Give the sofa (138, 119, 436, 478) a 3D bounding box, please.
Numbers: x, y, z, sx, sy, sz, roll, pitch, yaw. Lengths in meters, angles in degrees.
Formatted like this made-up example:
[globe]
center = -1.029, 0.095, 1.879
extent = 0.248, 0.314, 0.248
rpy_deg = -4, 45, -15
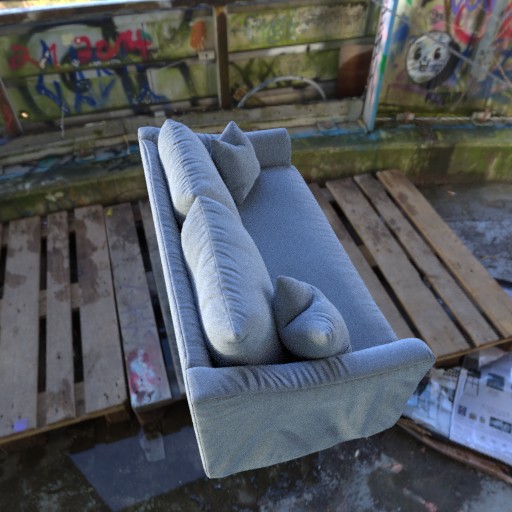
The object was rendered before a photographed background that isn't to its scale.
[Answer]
[sofa]
center = 0.000, 0.000, 2.578
extent = 1.072, 1.018, 2.010
rpy_deg = -12, 47, -11
